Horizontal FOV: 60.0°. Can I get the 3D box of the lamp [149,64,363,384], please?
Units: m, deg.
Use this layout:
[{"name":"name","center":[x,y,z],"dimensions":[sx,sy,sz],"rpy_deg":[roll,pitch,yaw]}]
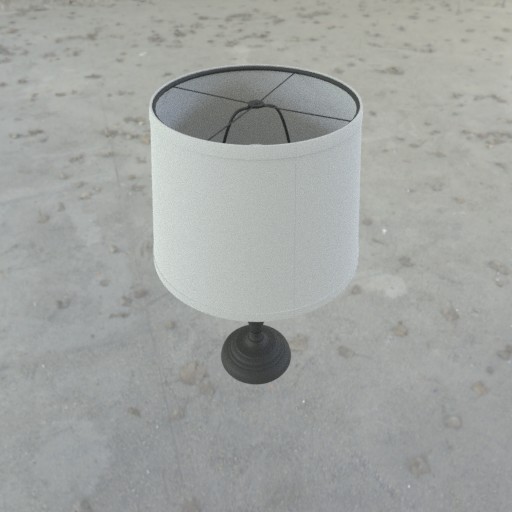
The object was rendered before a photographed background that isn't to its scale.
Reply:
[{"name":"lamp","center":[0.000,0.000,0.696],"dimensions":[0.310,0.501,0.310],"rpy_deg":[0,41,0]}]
